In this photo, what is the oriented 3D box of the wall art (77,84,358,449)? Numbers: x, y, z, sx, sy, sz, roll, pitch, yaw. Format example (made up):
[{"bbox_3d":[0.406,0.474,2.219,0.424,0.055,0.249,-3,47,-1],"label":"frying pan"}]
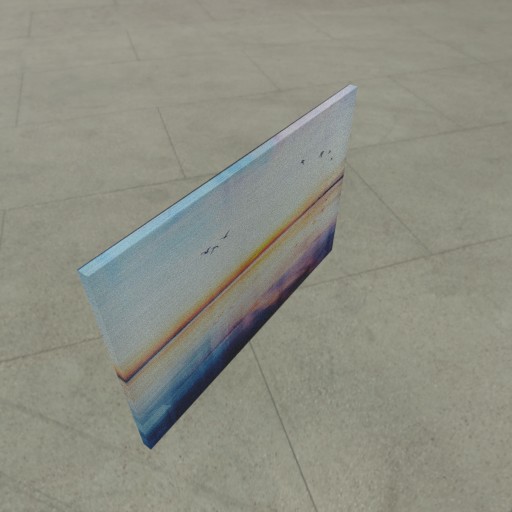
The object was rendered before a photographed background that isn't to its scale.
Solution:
[{"bbox_3d":[0.000,0.000,0.770,0.018,0.402,0.604,26,49,26],"label":"wall art"}]
